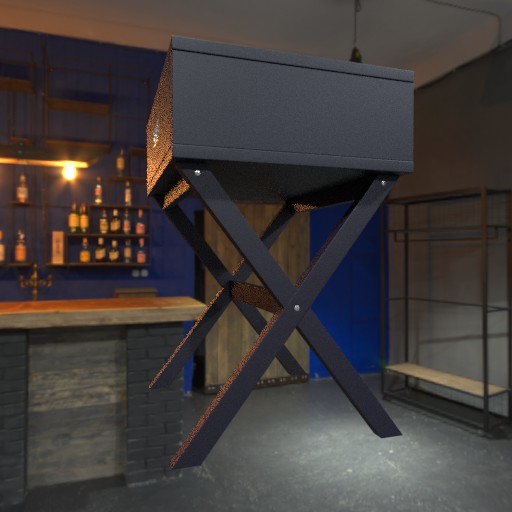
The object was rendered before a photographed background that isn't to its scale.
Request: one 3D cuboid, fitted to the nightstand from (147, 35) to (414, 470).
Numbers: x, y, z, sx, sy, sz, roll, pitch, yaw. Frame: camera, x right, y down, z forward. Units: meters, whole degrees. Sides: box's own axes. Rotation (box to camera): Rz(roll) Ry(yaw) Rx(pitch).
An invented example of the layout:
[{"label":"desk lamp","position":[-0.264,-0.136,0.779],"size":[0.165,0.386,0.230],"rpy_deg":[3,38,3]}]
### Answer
[{"label":"nightstand","position":[0.000,0.000,0.911],"size":[0.402,0.623,0.479],"rpy_deg":[0,1,-18]}]
